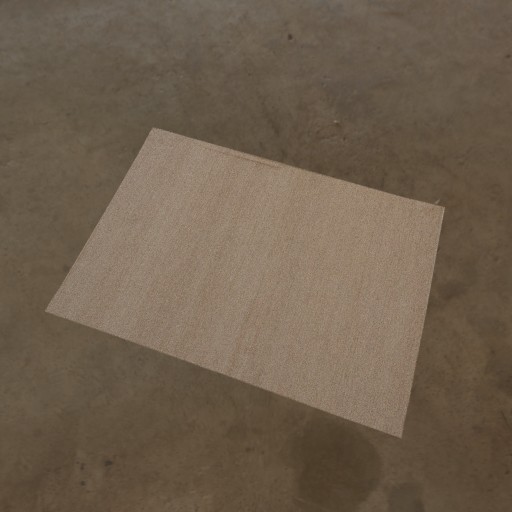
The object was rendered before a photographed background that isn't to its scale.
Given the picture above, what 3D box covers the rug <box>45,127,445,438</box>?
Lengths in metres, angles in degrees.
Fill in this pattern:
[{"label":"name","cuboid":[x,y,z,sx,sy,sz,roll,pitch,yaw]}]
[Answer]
[{"label":"rug","cuboid":[0.000,0.000,3.729,2.869,0.038,2.032,17,64,9]}]
